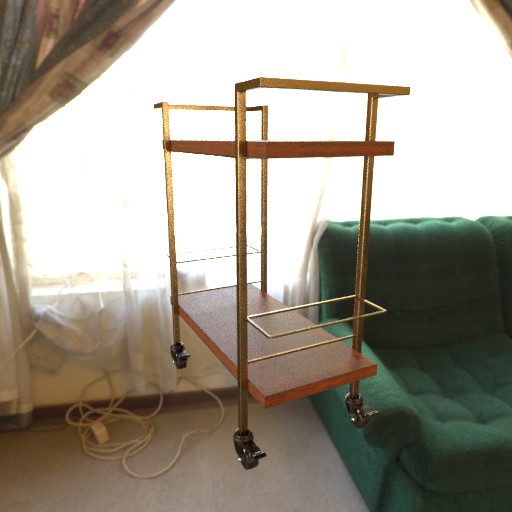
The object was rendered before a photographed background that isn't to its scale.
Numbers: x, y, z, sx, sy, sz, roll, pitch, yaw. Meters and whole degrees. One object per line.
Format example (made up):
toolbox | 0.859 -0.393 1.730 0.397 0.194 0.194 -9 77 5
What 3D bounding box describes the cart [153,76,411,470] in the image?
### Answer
cart | 0.000 0.000 1.190 0.364 0.807 0.695 -8 17 -26
